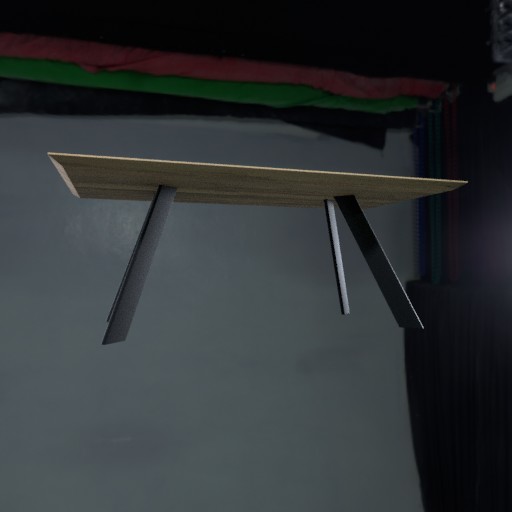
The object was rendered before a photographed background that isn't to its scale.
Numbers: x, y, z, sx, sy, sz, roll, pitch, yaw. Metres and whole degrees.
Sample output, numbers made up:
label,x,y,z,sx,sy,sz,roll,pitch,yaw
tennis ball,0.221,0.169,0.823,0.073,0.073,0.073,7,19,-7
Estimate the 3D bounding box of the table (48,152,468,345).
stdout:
label,x,y,z,sx,sy,sz,roll,pitch,yaw
table,0.000,0.000,2.482,2.000,0.770,1.000,0,-1,-17
